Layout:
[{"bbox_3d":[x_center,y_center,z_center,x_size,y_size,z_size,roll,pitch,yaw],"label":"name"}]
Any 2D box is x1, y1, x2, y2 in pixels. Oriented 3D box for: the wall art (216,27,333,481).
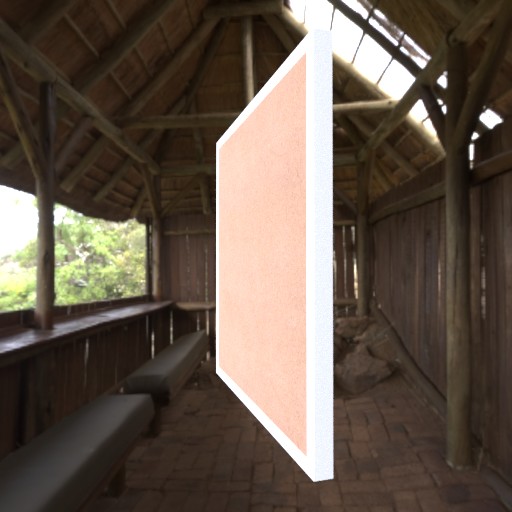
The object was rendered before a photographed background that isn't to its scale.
[{"bbox_3d":[0.000,0.000,1.109,0.036,0.760,0.760,0,-1,-17],"label":"wall art"}]
